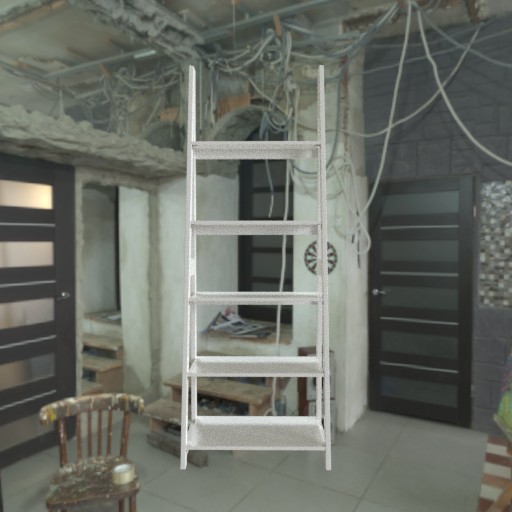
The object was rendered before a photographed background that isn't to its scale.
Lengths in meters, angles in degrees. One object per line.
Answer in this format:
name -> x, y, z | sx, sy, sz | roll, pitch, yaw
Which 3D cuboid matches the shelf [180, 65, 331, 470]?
shelf -> 0.000, 0.000, 1.997 | 0.636, 1.779, 0.341 | 0, 2, 1
